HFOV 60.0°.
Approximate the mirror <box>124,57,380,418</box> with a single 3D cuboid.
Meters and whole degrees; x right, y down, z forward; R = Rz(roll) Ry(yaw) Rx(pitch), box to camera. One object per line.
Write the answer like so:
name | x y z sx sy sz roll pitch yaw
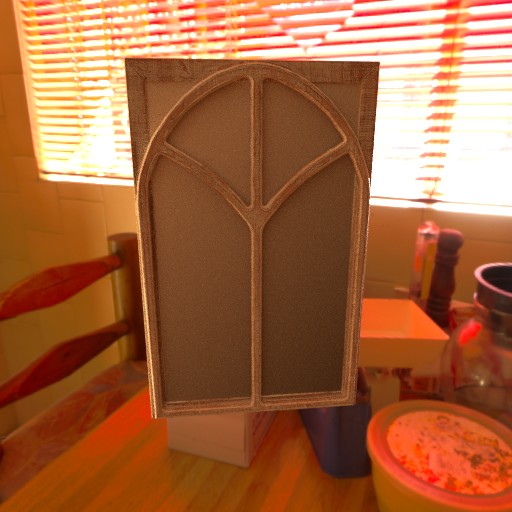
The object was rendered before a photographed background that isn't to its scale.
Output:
mirror | 0.000 0.000 0.963 0.495 0.787 0.058 -2 17 -6
